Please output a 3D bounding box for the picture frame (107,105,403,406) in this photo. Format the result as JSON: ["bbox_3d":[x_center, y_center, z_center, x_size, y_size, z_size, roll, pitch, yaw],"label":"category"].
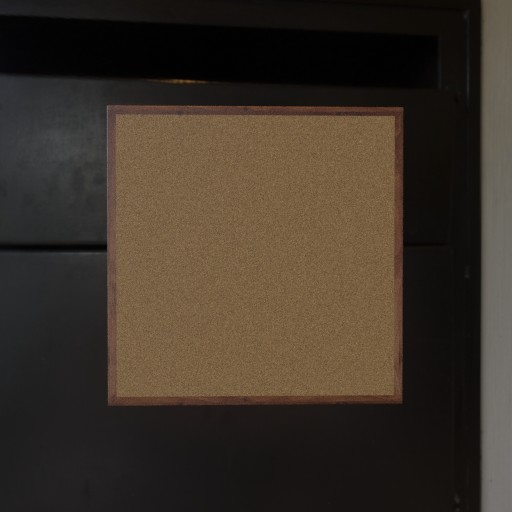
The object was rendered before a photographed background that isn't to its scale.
[{"bbox_3d":[0.000,0.000,0.541,0.352,0.356,0.028,0,1,-1],"label":"picture frame"}]
